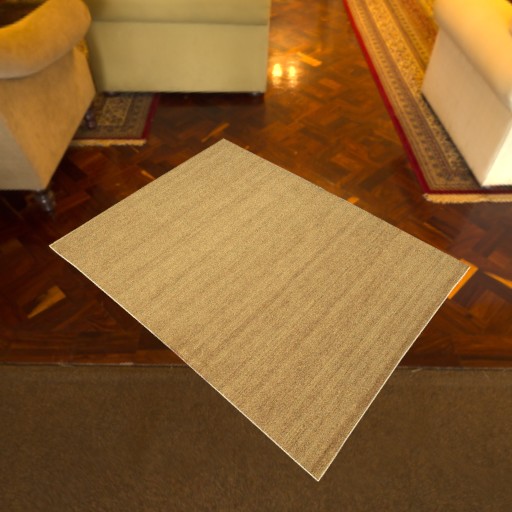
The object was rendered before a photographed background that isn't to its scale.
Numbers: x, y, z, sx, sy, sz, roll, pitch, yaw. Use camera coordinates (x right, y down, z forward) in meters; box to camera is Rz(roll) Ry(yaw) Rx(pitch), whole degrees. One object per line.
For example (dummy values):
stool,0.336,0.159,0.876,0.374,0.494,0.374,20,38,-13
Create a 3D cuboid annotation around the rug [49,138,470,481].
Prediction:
rug,0.000,0.000,4.196,3.202,0.045,2.434,33,56,26
